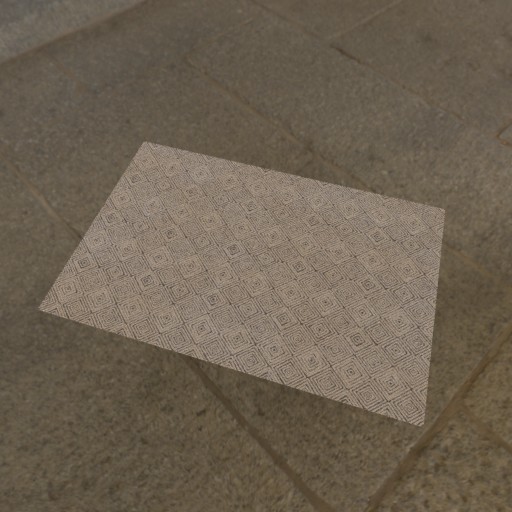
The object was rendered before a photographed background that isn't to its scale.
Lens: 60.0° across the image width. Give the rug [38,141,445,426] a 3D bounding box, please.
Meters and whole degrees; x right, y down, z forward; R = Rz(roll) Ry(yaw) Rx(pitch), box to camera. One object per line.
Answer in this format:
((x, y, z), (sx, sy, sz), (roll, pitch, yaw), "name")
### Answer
((0.000, 0.000, 2.245), (1.783, 0.008, 1.175), (15, 59, 9), "rug")
